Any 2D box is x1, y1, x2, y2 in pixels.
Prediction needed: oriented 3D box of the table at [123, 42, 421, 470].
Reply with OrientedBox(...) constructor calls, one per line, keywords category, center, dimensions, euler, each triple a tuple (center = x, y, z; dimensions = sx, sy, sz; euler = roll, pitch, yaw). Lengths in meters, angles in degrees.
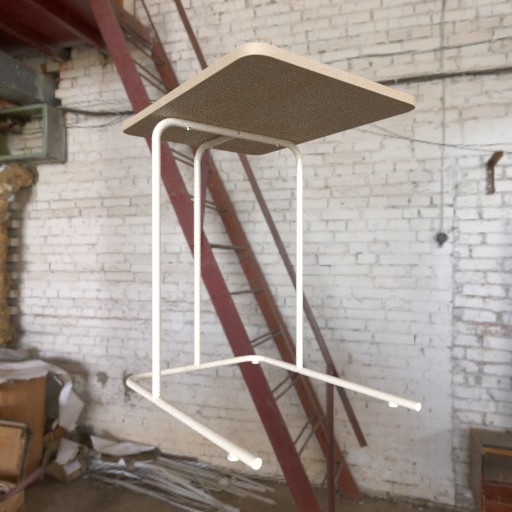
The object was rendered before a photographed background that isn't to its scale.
OrientedBox(category="table", center=(0.000, 0.000, 0.860), dimensions=(0.370, 0.550, 0.480), euler=(0, 0, -37))
